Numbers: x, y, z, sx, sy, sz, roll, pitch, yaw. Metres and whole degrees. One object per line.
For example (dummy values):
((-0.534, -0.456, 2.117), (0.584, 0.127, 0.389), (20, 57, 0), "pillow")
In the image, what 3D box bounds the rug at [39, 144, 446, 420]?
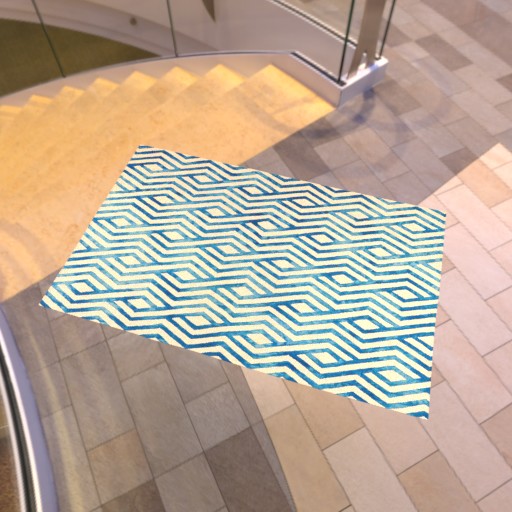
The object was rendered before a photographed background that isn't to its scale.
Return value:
((0.000, 0.000, 3.028), (2.439, 0.008, 1.531), (14, 58, 9), "rug")
